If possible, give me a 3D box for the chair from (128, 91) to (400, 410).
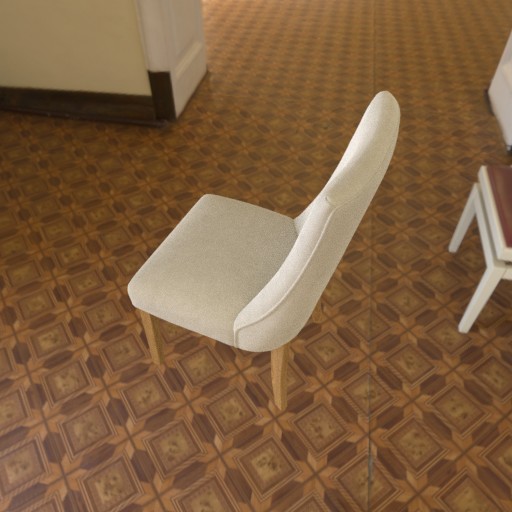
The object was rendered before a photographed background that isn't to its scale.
[{"bbox_3d":[0.000,0.000,1.295,0.610,0.902,0.495,17,48,17],"label":"chair"}]
